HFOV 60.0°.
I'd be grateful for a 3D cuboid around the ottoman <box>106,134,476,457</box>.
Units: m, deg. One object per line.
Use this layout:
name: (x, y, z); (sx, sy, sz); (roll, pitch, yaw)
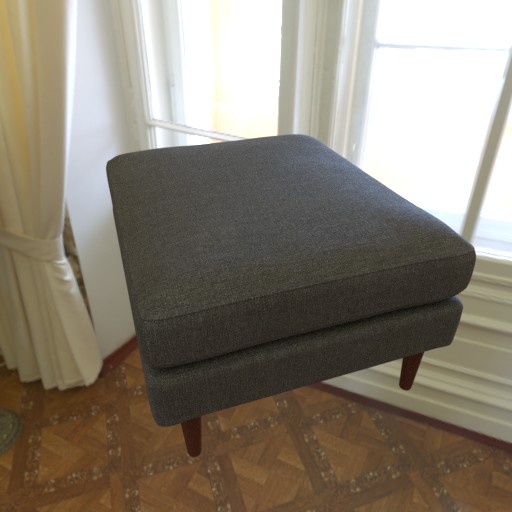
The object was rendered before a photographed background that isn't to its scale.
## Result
ottoman: (0.000, 0.000, 1.209); (0.693, 0.474, 0.821); (-11, 33, -17)
